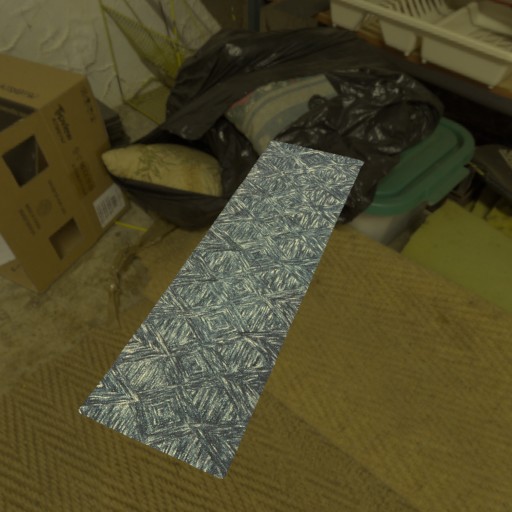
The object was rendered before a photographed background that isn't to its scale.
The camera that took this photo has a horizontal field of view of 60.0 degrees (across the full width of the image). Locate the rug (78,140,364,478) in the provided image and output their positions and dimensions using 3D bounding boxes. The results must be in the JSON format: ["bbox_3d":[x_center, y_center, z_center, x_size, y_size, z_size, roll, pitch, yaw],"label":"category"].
[{"bbox_3d":[0.000,0.000,2.546,0.719,0.013,2.306,17,49,15],"label":"rug"}]
